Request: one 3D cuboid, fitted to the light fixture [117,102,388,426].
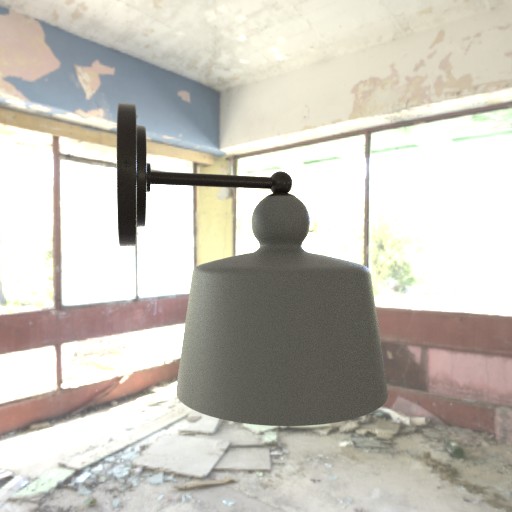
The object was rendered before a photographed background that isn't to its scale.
[{"bbox_3d":[0.000,0.000,0.431,0.254,0.268,0.204,0,0,-15],"label":"light fixture"}]
